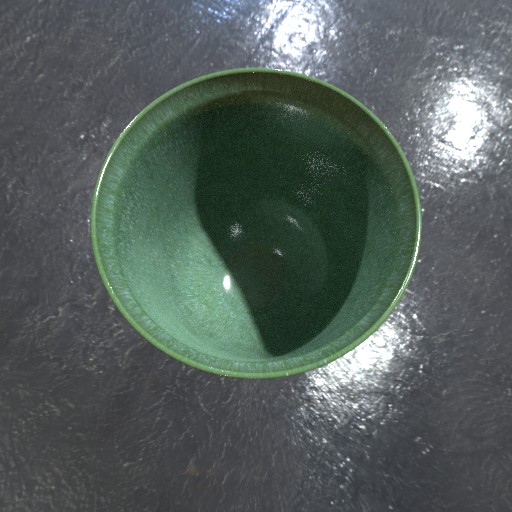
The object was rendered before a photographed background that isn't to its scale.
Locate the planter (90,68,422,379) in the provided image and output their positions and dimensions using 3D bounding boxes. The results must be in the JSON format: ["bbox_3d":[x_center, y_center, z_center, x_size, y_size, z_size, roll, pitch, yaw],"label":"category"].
[{"bbox_3d":[0.000,0.000,0.364,0.195,0.214,0.195,0,75,0],"label":"planter"}]
